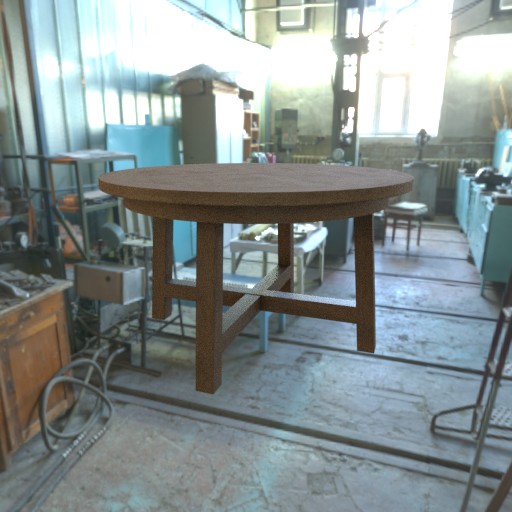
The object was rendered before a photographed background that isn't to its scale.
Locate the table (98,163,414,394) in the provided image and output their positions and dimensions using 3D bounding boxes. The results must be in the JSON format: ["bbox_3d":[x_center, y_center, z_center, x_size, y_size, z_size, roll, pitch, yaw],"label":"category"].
[{"bbox_3d":[0.000,0.000,2.060,1.319,0.762,1.319,0,16,0],"label":"table"}]
